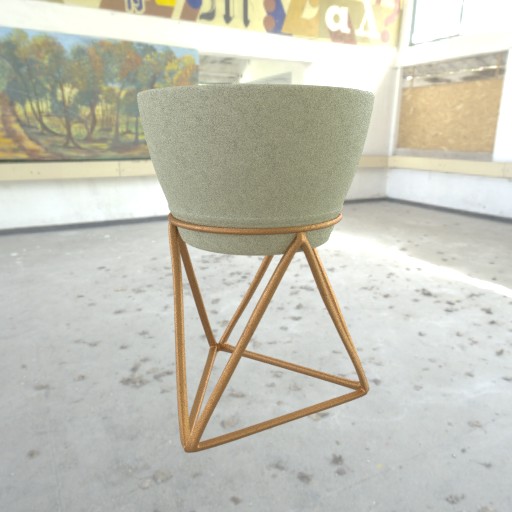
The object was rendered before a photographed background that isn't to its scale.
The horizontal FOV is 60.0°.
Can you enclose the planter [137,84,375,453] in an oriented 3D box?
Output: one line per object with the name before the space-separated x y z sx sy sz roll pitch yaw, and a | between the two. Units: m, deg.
planter | 0.000 0.000 0.740 0.350 0.504 0.350 -8 17 -27
